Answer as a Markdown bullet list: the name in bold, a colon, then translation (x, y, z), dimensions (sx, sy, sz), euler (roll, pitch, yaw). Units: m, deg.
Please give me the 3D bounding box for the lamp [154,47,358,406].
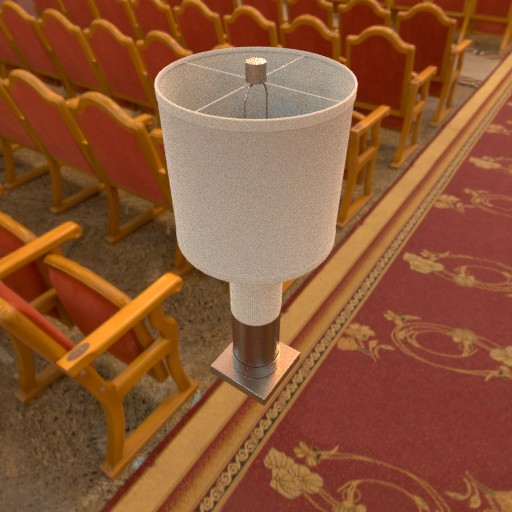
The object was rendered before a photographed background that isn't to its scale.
- **lamp**: translation (0.000, 0.000, 0.603), dimensions (0.202, 0.509, 0.202), euler (25, 47, 26)
